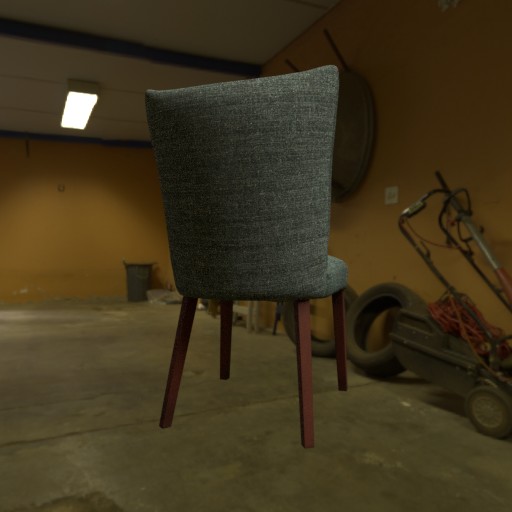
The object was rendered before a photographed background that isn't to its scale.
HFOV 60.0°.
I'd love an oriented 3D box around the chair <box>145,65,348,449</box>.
[{"bbox_3d":[0.000,0.000,1.321,0.535,0.924,0.623,0,0,18],"label":"chair"}]
